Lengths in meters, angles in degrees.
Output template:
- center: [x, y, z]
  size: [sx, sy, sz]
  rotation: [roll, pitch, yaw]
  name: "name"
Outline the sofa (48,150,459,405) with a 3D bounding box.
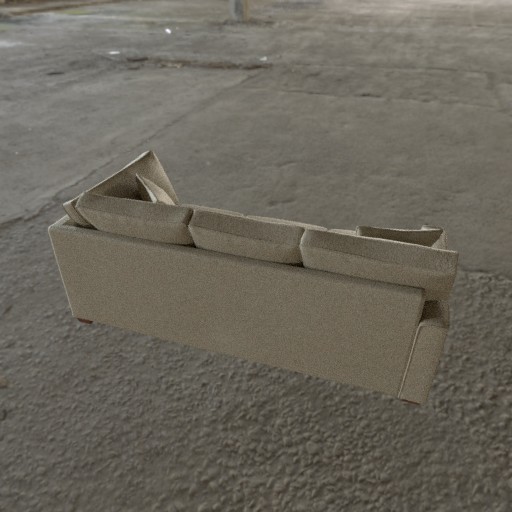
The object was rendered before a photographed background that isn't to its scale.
- center: [0.000, 0.000, 2.911]
  size: [2.317, 0.962, 1.061]
  rotation: [10, 35, 15]
  name: "sofa"
